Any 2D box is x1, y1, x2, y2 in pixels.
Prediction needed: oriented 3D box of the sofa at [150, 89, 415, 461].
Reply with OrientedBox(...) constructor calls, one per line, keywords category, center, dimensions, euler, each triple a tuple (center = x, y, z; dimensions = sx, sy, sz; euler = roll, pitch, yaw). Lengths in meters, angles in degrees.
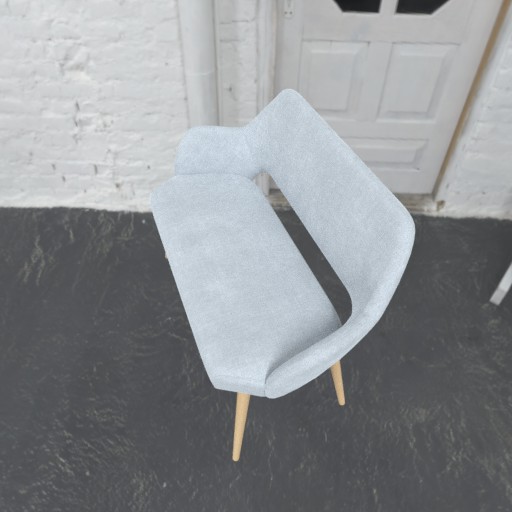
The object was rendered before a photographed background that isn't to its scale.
OrientedBox(category="sofa", center=(0.000, 0.000, 1.625), dimensions=(0.610, 0.840, 1.150), euler=(-16, 49, -14))
